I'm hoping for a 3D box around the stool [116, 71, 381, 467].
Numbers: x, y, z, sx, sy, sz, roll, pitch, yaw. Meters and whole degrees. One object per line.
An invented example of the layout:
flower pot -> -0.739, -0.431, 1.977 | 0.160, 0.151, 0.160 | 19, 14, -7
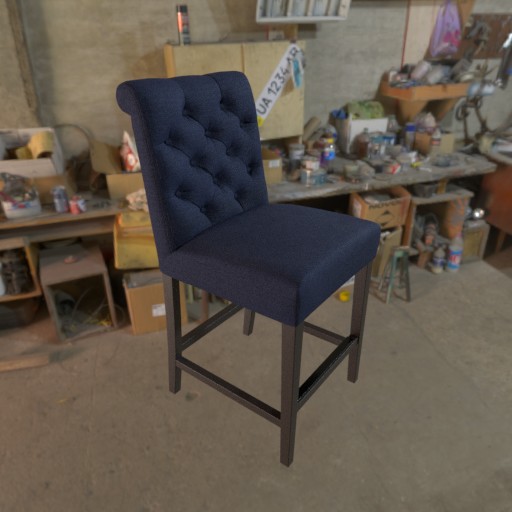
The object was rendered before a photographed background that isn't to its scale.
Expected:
stool -> 0.000, 0.000, 1.359 | 0.601, 1.010, 0.493 | 19, 32, 33
